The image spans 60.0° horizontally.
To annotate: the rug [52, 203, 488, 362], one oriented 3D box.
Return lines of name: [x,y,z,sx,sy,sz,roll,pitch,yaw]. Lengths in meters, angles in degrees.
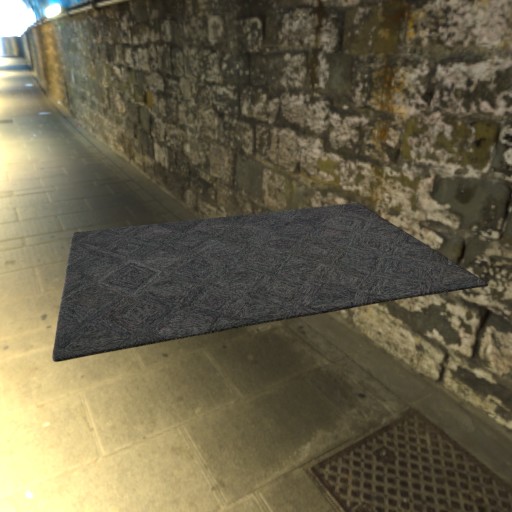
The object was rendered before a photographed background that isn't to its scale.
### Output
rug: [0.000,0.000,2.170,1.752,0.013,1.158,-8,27,-15]
